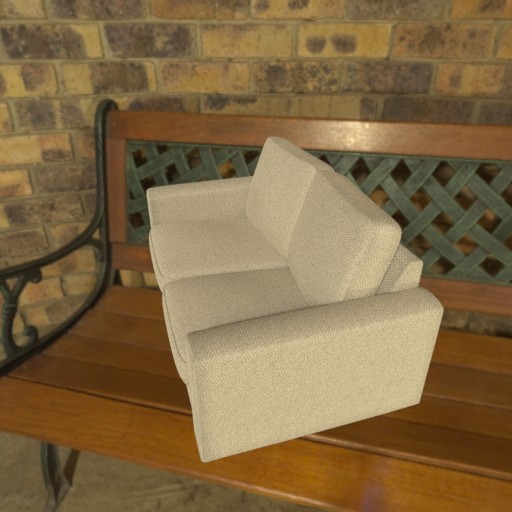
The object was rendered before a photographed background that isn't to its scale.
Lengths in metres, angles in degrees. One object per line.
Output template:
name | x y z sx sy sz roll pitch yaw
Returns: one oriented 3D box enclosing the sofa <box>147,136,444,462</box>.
sofa | 0.000 0.000 2.285 1.016 0.873 1.616 -9 32 -15
